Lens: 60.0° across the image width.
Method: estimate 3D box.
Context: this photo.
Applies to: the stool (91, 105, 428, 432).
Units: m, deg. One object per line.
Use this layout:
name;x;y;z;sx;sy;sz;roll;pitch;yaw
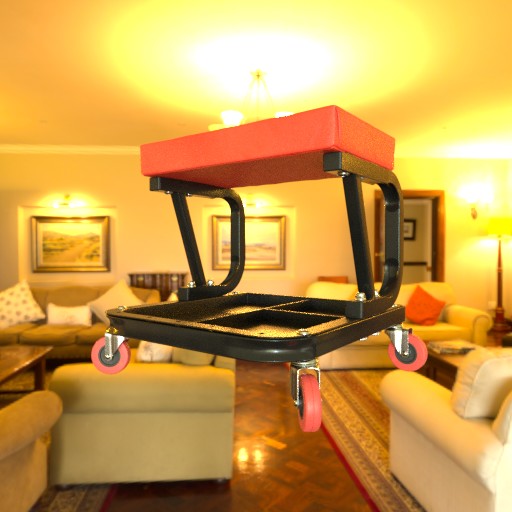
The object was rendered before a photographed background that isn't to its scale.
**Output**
stool;0.000;0.000;0.716;0.446;0.380;0.371;1;2;37
